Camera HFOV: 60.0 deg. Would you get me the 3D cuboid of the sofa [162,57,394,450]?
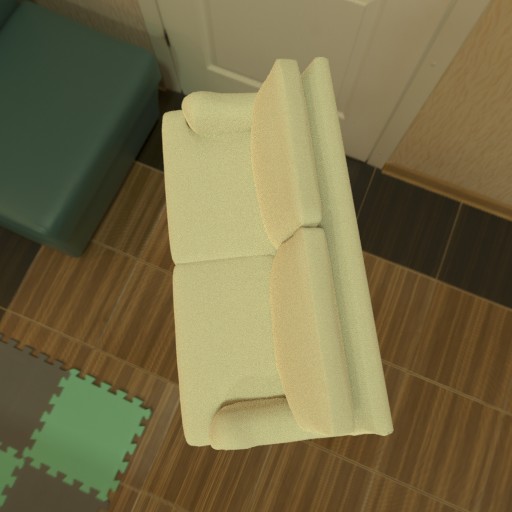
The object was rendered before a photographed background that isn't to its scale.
[{"bbox_3d":[0.000,0.000,2.756,1.086,1.087,2.159,-6,76,-2],"label":"sofa"}]
